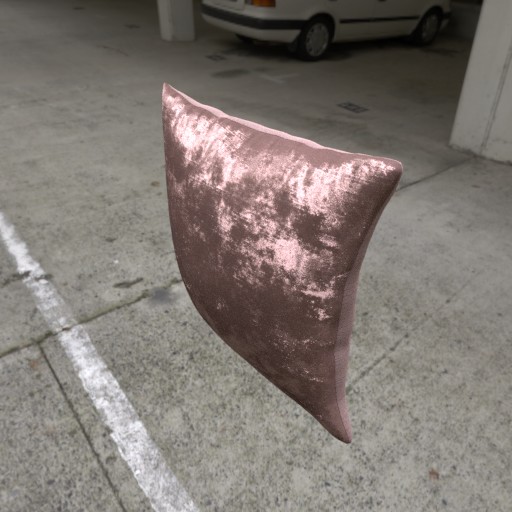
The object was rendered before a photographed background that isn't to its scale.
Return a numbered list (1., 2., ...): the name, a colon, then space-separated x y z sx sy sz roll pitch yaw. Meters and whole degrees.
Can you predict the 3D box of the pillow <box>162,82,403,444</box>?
1. pillow: 0.000 0.000 0.717 0.175 0.464 0.470 -24 40 -32
